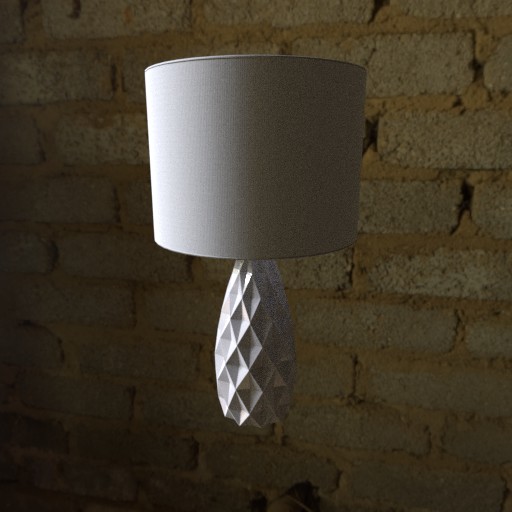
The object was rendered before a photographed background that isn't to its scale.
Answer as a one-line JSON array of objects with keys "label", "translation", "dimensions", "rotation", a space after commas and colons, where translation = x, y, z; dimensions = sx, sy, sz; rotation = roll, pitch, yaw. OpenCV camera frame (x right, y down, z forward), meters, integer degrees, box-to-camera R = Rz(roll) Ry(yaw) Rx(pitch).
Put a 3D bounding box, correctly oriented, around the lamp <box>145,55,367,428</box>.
[{"label": "lamp", "translation": [0.000, 0.000, 0.673], "dimensions": [0.297, 0.522, 0.297], "rotation": [0, 15, 0]}]
